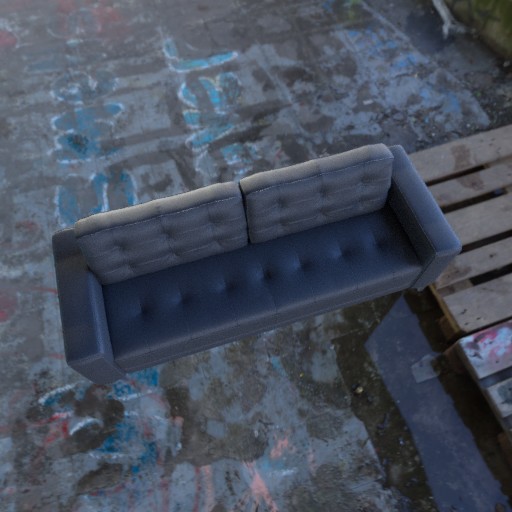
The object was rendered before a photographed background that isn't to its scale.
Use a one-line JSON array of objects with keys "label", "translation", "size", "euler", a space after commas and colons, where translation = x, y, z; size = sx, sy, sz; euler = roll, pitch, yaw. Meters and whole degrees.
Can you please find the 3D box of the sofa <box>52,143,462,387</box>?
[{"label": "sofa", "translation": [0.000, 0.000, 2.716], "size": [2.275, 0.893, 0.833], "euler": [-16, 63, -8]}]
